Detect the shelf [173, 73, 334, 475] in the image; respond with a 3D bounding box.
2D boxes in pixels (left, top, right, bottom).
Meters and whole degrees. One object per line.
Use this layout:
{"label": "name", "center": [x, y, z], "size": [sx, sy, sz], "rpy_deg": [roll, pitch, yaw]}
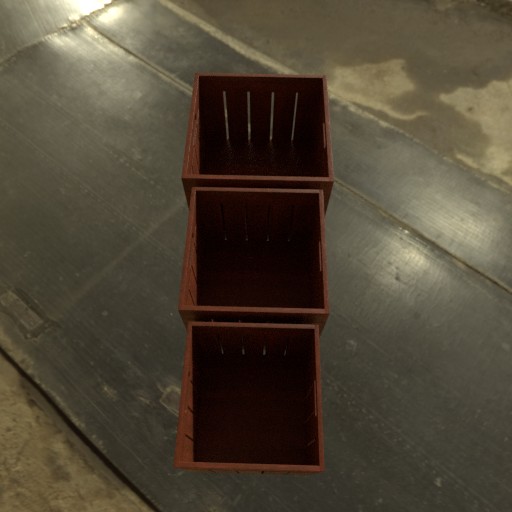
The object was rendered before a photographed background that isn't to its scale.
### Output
{"label": "shelf", "center": [0.000, 0.000, 1.213], "size": [0.393, 0.311, 1.064], "rpy_deg": [1, 62, 1]}
